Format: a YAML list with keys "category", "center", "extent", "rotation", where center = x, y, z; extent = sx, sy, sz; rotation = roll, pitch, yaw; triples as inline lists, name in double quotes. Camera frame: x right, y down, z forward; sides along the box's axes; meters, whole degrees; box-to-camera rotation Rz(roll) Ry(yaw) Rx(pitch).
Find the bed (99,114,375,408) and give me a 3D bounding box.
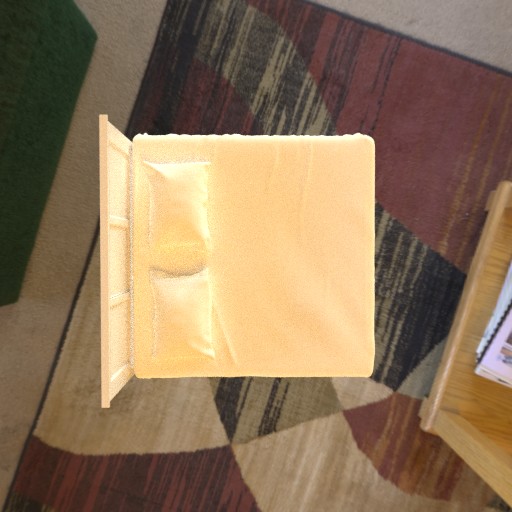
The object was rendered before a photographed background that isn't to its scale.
- category: "bed"
  center: [0.000, 0.000, 3.673]
  extent: [2.215, 1.273, 2.317]
  rotation: [0, 91, -1]
